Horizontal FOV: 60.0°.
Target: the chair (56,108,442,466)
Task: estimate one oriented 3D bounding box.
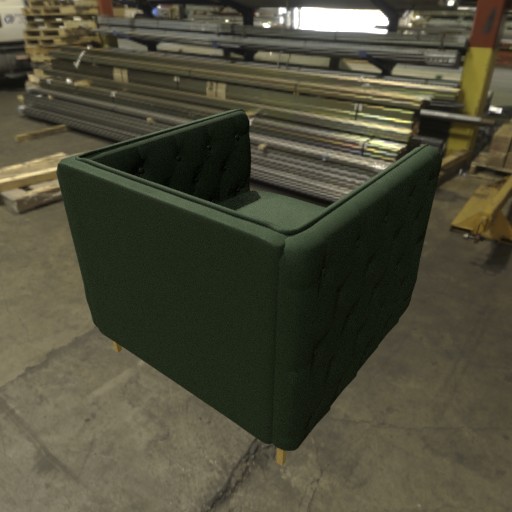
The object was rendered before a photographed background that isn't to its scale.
[{"bbox_3d":[0.000,0.000,1.536,0.917,0.768,0.855,22,38,32],"label":"chair"}]
